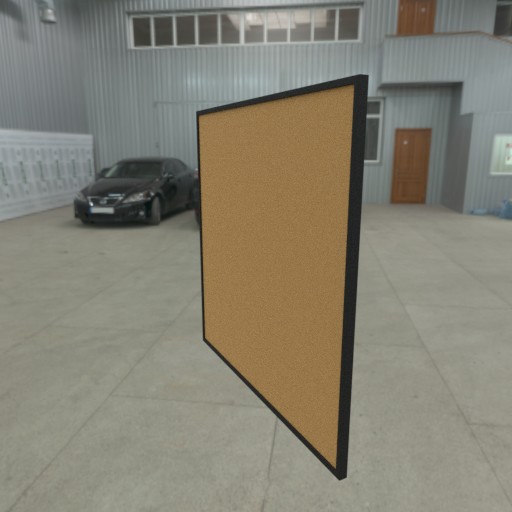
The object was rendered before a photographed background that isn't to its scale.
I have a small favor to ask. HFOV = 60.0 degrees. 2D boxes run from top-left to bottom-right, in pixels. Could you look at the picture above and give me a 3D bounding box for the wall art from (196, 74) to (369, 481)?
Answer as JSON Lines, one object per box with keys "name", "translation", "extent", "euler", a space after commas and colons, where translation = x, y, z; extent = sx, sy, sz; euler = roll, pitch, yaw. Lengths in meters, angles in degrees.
{"name": "wall art", "translation": [0.000, 0.000, 0.680], "extent": [0.013, 0.457, 0.458], "euler": [-7, 15, -27]}
